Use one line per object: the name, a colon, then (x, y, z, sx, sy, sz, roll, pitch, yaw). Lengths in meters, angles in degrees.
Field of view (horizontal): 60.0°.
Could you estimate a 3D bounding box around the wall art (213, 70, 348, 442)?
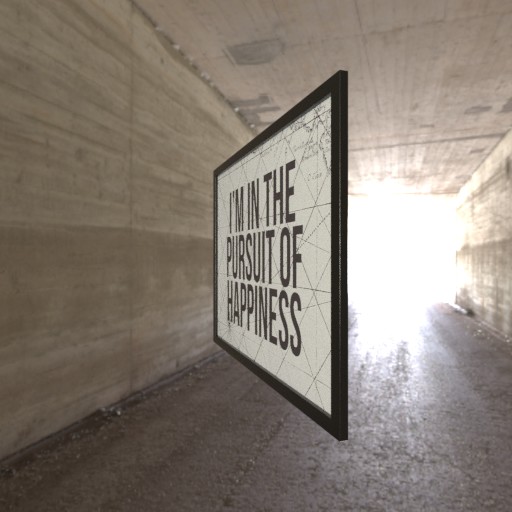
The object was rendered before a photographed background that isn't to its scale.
wall art: (0.000, 0.000, 1.046, 0.015, 0.552, 0.819, 0, 0, -19)
